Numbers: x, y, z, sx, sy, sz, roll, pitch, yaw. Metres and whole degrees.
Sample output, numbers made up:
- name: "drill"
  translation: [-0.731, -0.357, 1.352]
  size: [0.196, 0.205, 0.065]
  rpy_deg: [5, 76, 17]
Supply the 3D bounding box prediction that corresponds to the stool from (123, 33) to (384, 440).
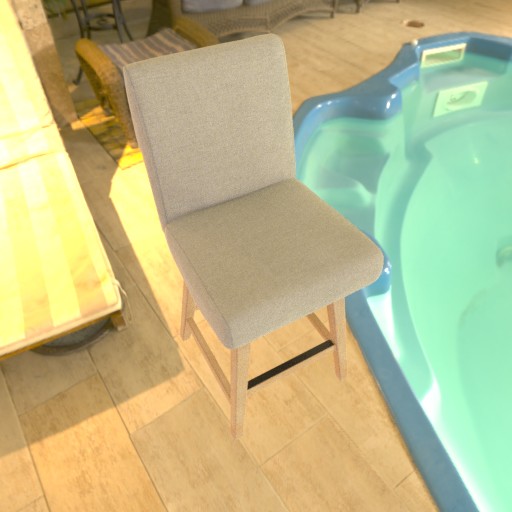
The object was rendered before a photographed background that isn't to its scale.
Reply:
- name: "stool"
  translation: [0.000, 0.000, 1.387]
  size: [0.507, 1.085, 0.606]
  rpy_deg: [-22, 50, -20]
